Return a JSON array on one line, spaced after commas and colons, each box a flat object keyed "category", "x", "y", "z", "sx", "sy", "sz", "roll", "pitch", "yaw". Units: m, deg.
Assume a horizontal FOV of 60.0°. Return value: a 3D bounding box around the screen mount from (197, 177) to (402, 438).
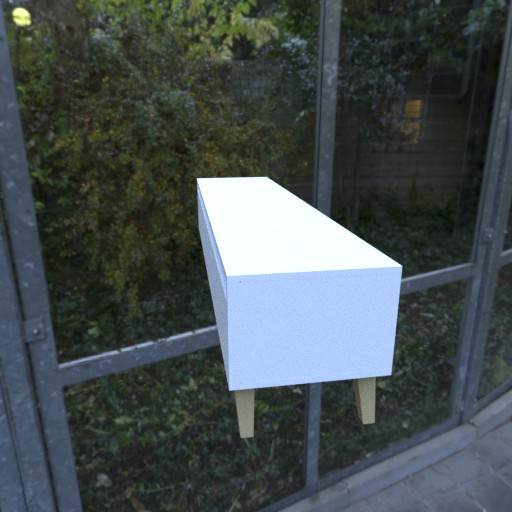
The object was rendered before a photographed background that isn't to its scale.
[{"category": "screen mount", "x": 0.000, "y": 0.000, "z": 1.811, "sx": 0.399, "sy": 0.432, "sz": 1.644, "roll": -3, "pitch": 17, "yaw": -9}]
